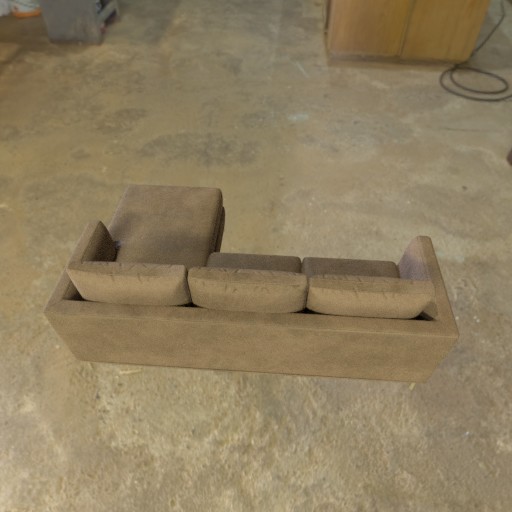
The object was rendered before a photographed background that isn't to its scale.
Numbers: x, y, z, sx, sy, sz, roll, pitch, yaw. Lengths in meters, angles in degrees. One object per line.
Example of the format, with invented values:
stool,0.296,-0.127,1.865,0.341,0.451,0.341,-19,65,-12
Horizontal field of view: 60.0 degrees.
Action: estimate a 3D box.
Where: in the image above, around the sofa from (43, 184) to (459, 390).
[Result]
sofa,0.000,0.000,3.307,2.438,0.987,1.622,3,46,3
